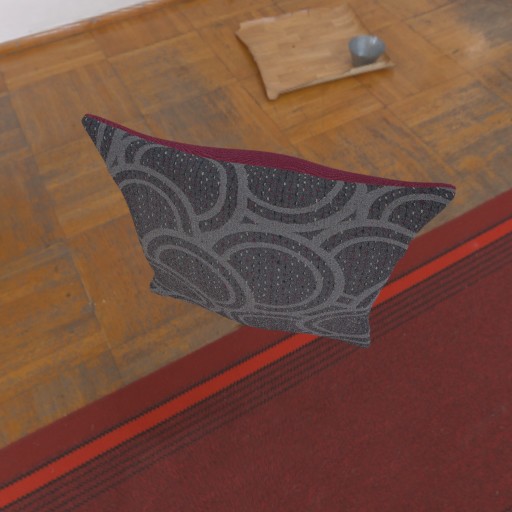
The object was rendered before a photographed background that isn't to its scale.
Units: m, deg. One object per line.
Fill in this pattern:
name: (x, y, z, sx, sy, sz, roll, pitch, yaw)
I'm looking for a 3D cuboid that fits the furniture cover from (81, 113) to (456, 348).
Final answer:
furniture cover: (0.000, 0.000, 0.796, 0.514, 0.513, 0.163, 13, 58, 9)
